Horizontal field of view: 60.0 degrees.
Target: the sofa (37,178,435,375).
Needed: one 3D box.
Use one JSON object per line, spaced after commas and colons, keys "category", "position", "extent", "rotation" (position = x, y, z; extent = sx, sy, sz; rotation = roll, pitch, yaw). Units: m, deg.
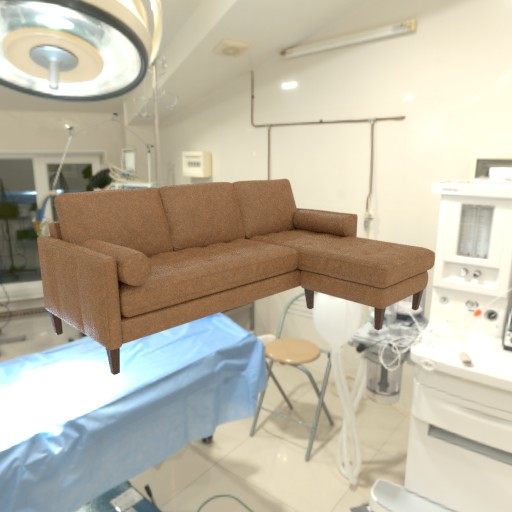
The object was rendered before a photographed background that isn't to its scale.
{"category": "sofa", "position": [0.000, 0.000, 2.877], "extent": [1.506, 0.876, 2.178], "rotation": [13, 18, 43]}
